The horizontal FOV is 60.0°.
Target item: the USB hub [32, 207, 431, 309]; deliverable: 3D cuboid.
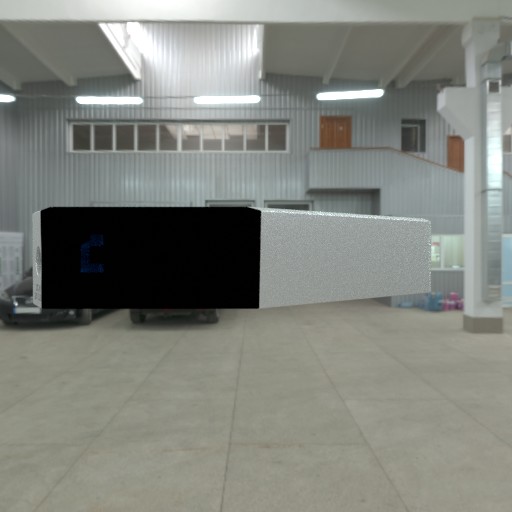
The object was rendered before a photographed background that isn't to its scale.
[{"bbox_3d":[0.000,0.000,0.126,0.110,0.023,0.044,-1,1,-36],"label":"USB hub"}]
